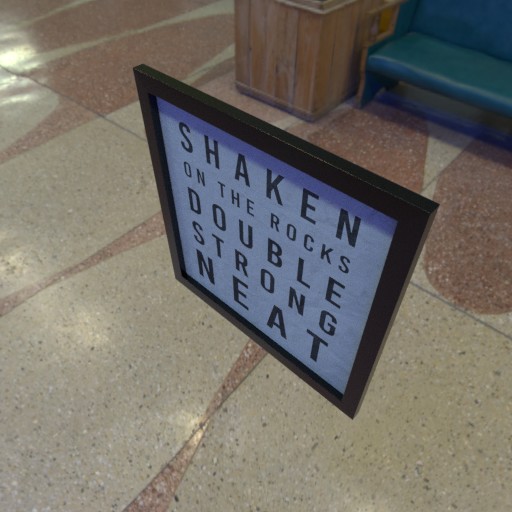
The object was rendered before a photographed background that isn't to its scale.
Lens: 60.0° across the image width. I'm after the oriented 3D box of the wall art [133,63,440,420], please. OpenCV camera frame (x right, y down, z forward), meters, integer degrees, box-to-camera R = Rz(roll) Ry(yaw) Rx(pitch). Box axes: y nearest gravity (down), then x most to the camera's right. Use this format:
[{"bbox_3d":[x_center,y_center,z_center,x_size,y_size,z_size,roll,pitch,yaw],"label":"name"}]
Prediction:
[{"bbox_3d":[0.000,0.000,0.525,0.349,0.349,0.014,34,55,28],"label":"wall art"}]
